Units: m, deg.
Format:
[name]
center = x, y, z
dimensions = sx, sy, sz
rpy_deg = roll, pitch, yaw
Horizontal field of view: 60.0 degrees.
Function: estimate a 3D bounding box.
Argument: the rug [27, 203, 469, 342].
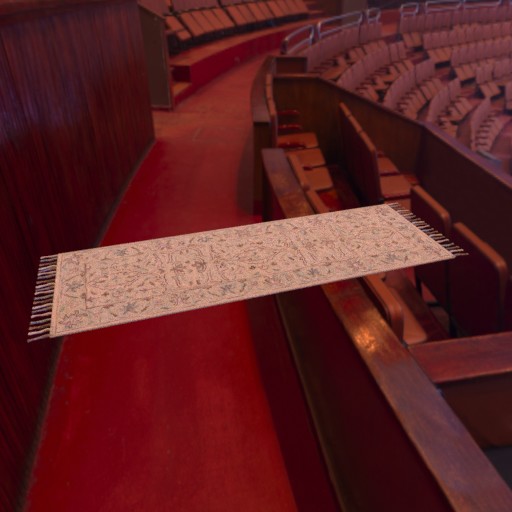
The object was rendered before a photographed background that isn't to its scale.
[rug]
center = 0.000, 0.000, 2.642
dimensions = 2.440, 0.013, 0.769
rpy_deg = -10, 33, -15
